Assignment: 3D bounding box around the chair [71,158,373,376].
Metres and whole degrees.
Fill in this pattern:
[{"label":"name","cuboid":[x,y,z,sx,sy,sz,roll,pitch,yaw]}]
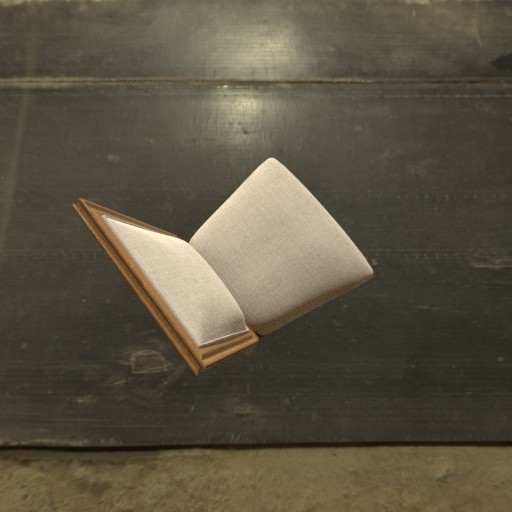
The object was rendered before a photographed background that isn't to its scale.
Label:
[{"label":"chair","cuboid":[0.000,0.000,1.350,0.601,0.988,0.536,-37,79,-9]}]
